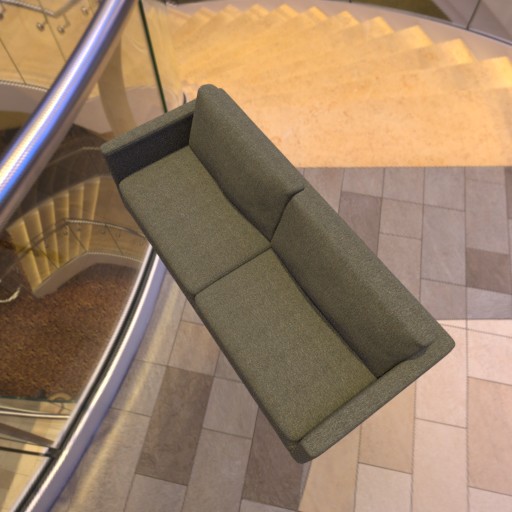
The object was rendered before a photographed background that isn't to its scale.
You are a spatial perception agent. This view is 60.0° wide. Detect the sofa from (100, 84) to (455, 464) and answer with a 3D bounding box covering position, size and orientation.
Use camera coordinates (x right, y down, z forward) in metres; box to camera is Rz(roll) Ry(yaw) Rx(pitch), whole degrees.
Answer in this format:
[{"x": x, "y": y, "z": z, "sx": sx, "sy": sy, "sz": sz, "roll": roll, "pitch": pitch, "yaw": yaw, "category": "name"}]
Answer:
[{"x": 0.000, "y": 0.000, "z": 2.729, "sx": 0.948, "sy": 0.965, "sz": 2.208, "roll": -32, "pitch": 67, "yaw": -15, "category": "sofa"}]
